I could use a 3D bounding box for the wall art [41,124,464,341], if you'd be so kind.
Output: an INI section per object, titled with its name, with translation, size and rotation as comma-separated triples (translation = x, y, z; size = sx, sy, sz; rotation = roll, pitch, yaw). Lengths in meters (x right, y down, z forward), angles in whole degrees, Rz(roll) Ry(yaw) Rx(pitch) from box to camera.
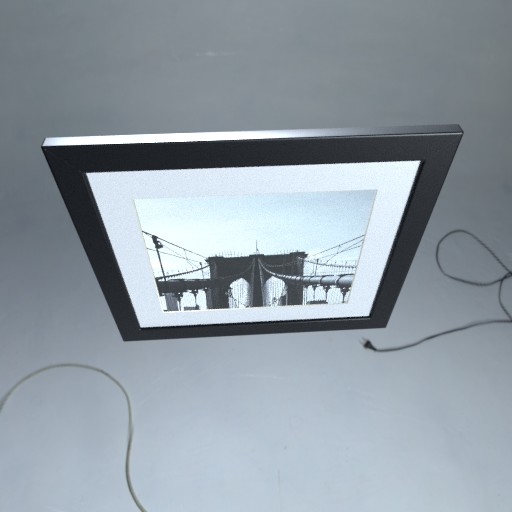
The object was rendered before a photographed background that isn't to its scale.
[wall art]
translation = 0.000, 0.000, 0.717
size = 0.521, 0.450, 0.018
rotation = -3, 48, -2
